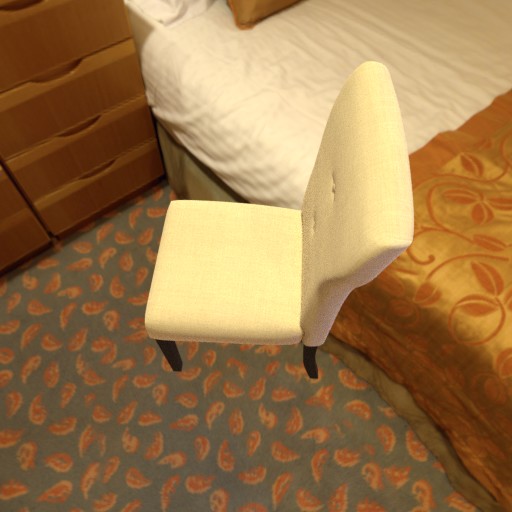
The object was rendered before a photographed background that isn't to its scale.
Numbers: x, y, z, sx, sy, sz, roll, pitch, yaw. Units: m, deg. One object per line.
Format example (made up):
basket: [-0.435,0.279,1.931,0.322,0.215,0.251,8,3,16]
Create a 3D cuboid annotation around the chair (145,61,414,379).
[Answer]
chair: [0.000,0.000,1.265,0.597,0.921,0.509,3,58,2]
